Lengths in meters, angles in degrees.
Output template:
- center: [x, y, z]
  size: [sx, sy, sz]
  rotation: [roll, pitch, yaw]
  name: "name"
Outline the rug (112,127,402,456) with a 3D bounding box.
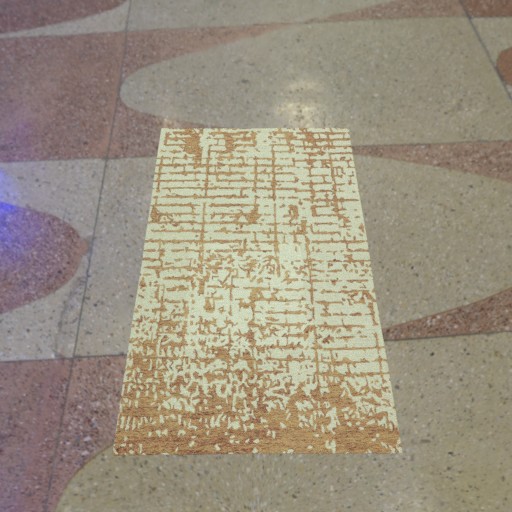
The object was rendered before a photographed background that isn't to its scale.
- center: [0.000, 0.000, 2.952]
  size: [1.517, 0.011, 2.435]
  rotation: [0, 58, 0]
  name: "rug"
